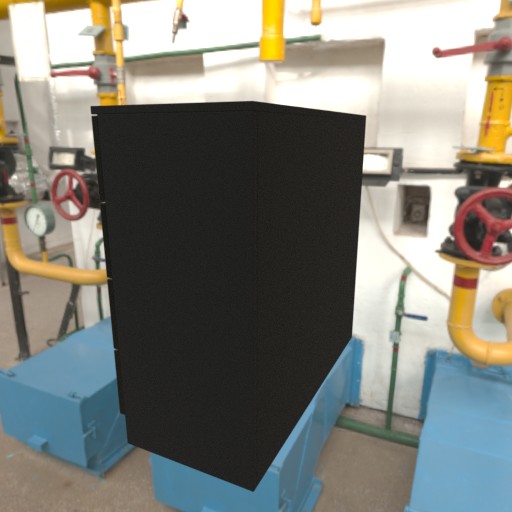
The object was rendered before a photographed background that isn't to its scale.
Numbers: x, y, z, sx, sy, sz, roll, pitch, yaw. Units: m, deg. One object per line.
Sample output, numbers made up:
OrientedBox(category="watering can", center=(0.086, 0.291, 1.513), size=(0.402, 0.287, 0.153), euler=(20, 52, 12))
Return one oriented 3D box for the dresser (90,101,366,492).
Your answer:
OrientedBox(category="dresser", center=(0.000, 0.000, 1.164), size=(0.360, 0.720, 0.750), euler=(8, 18, 25))
